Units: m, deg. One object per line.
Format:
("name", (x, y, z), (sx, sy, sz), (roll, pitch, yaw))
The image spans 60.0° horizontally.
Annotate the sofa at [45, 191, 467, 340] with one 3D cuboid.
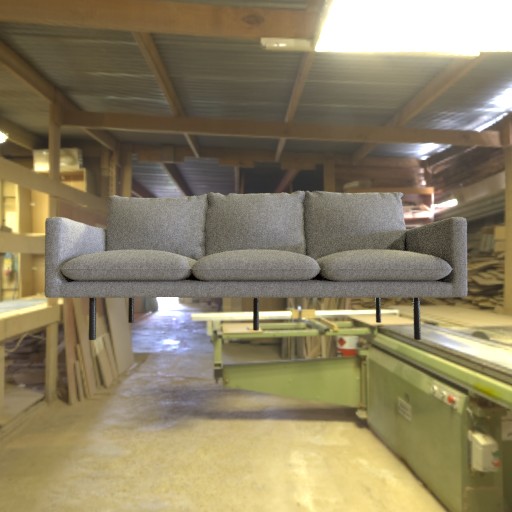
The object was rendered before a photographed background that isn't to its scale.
("sofa", (0.000, 0.000, 2.478), (2.000, 0.830, 0.850), (0, -2, 0))
